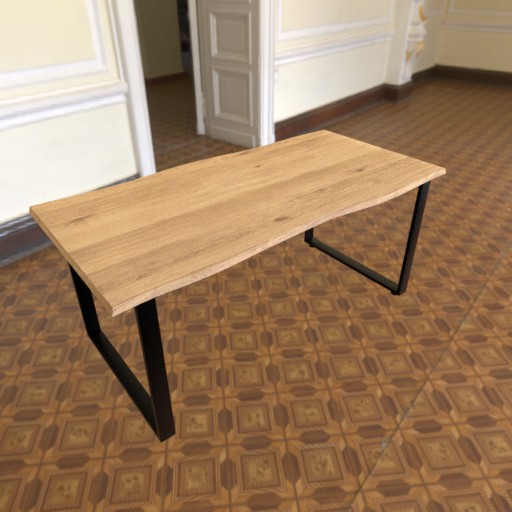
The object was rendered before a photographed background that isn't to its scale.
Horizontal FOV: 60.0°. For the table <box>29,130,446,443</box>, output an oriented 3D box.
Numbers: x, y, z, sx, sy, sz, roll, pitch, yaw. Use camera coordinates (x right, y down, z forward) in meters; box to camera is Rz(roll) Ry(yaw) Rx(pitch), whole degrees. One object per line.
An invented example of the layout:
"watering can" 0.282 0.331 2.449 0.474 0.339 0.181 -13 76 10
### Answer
"table" 0.000 0.000 2.280 1.800 0.780 0.900 -23 39 -32
